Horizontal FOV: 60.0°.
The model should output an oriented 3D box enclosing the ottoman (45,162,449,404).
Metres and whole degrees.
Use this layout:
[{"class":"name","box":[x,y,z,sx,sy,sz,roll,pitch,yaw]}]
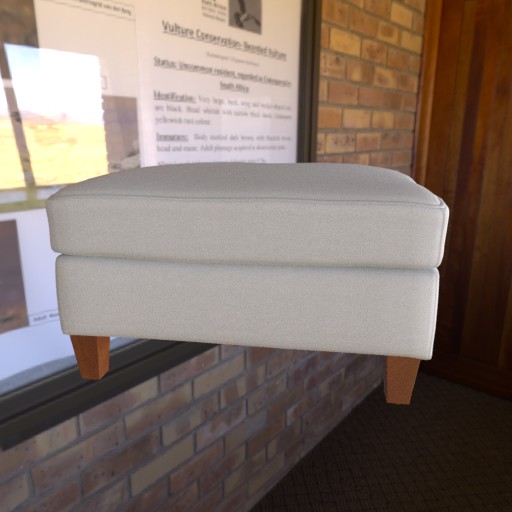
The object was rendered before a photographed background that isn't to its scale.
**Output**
[{"class":"ottoman","box":[0.000,0.000,1.198,0.818,0.496,0.634,2,15,8]}]
